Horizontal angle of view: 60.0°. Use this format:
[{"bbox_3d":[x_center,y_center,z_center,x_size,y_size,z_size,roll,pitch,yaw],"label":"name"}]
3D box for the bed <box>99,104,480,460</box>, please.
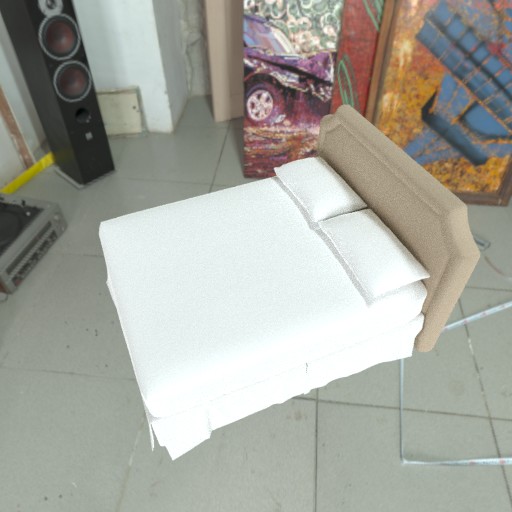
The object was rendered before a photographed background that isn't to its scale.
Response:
[{"bbox_3d":[0.000,0.000,3.246,2.204,1.301,1.828,-17,49,-16],"label":"bed"}]
